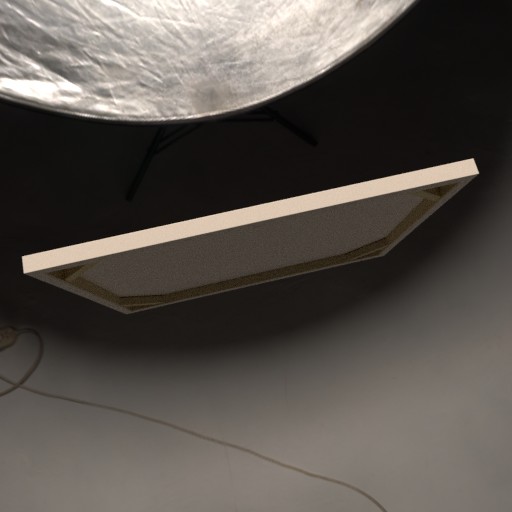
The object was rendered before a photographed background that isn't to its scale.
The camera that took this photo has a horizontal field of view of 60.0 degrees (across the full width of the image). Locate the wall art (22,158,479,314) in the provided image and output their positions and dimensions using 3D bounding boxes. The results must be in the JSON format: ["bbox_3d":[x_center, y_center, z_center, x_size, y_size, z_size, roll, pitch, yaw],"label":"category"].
[{"bbox_3d":[0.000,0.000,1.339,1.016,0.762,0.038,-13,76,-3],"label":"wall art"}]
